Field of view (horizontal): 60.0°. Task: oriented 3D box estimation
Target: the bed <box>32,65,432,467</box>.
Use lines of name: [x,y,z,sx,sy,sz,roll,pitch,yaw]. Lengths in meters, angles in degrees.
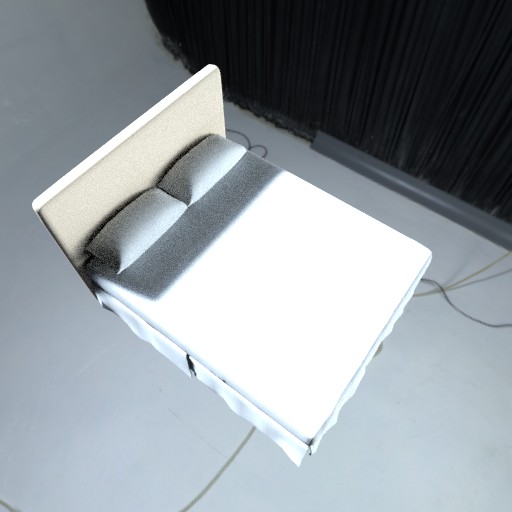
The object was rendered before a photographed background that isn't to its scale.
bed: [0.000,0.000,3.190,2.142,1.330,1.748,32,64,18]
